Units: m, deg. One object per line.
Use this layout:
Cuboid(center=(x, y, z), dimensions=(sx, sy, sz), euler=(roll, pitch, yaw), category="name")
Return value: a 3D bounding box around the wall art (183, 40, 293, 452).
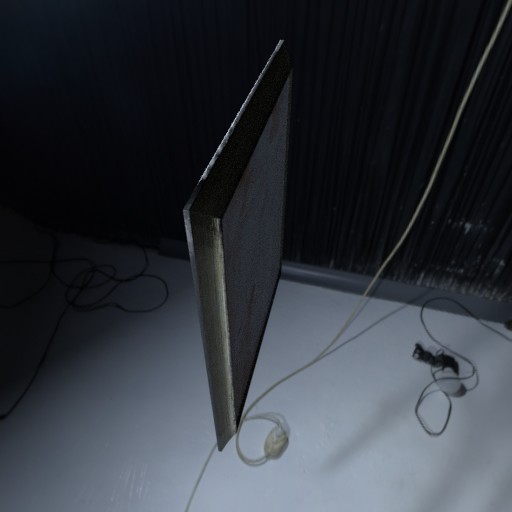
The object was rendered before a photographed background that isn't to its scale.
Cuboid(center=(0.000, 0.000, 0.630), dimensions=(0.023, 0.457, 0.381), euler=(10, 45, 10), category="wall art")
